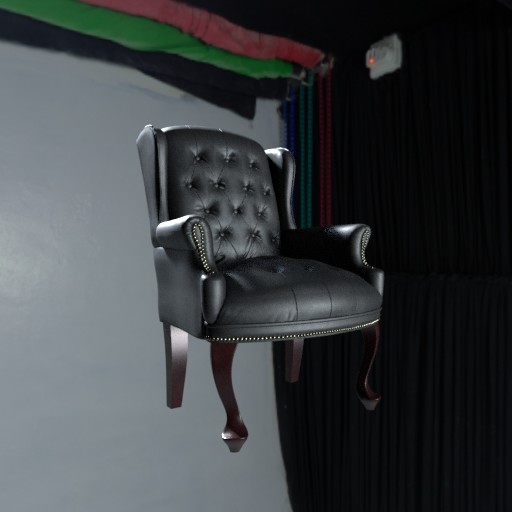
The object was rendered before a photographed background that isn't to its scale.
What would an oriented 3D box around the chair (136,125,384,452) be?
[{"bbox_3d":[0.000,0.000,1.720,0.831,1.133,0.822,0,1,-35],"label":"chair"}]
